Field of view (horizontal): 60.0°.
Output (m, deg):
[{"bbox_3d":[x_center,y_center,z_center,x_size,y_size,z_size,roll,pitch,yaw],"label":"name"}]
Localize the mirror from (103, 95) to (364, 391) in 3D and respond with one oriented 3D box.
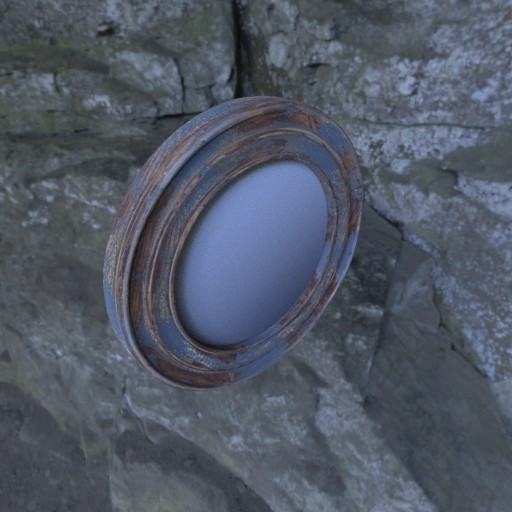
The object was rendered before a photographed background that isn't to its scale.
[{"bbox_3d":[0.000,0.000,0.863,0.585,0.585,0.061,-23,38,-33],"label":"mirror"}]
